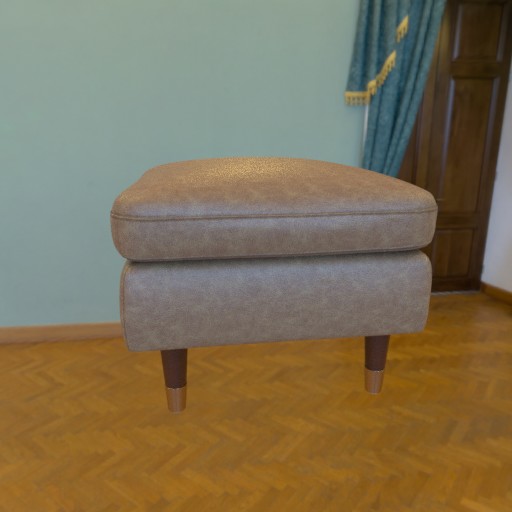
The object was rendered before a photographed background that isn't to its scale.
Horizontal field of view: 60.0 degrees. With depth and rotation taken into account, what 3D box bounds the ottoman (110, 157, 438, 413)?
[{"bbox_3d":[0.000,0.000,1.111,0.593,0.478,0.747,-2,15,-9],"label":"ottoman"}]
